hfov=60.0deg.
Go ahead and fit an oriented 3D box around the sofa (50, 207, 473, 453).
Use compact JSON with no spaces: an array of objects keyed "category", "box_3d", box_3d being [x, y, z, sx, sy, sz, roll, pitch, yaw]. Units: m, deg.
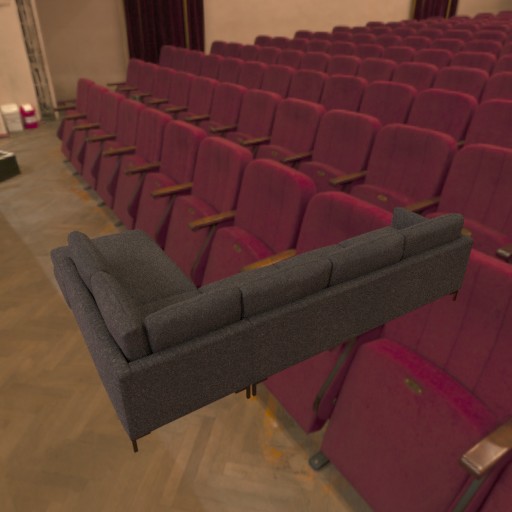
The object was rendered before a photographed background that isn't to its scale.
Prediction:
[{"category":"sofa","box_3d":[0.000,0.000,3.724,2.949,0.815,2.007,-17,33,-27]}]
